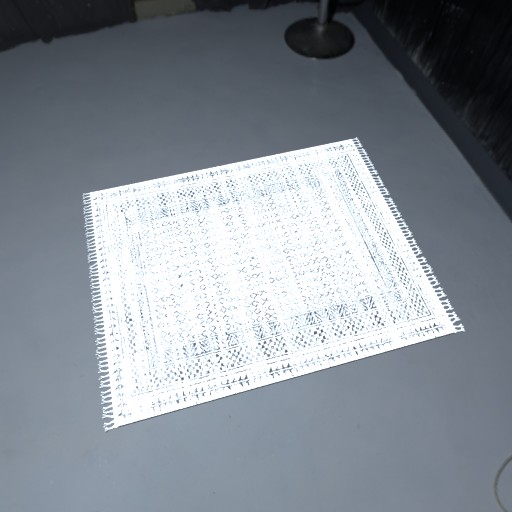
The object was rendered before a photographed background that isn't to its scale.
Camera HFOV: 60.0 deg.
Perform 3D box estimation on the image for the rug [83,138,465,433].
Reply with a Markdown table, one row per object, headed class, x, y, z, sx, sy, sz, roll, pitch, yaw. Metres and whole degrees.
| class | x | y | z | sx | sy | sz | roll | pitch | yaw |
| --- | --- | --- | --- | --- | --- | --- | --- | --- | --- |
| rug | 0.000 | 0.000 | 3.994 | 2.940 | 0.013 | 2.312 | -13 | 59 | -8 |
